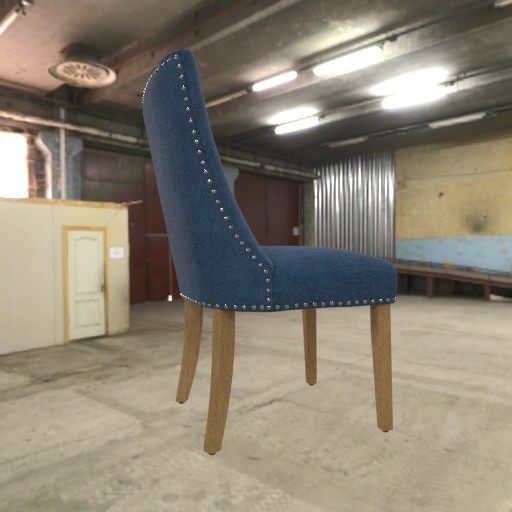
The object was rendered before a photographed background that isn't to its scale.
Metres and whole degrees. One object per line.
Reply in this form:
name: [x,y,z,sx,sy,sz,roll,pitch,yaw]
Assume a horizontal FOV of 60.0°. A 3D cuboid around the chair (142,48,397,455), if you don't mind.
chair: [0.000,0.000,1.243,0.610,0.902,0.495,0,0,-19]
